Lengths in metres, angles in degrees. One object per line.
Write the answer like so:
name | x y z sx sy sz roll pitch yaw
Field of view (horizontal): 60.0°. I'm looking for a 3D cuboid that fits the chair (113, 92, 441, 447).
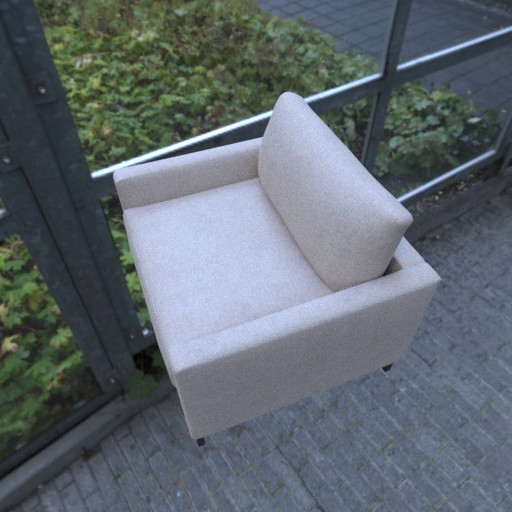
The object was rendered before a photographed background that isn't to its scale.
chair | 0.000 0.000 1.674 0.866 0.861 0.963 -17 50 -15
